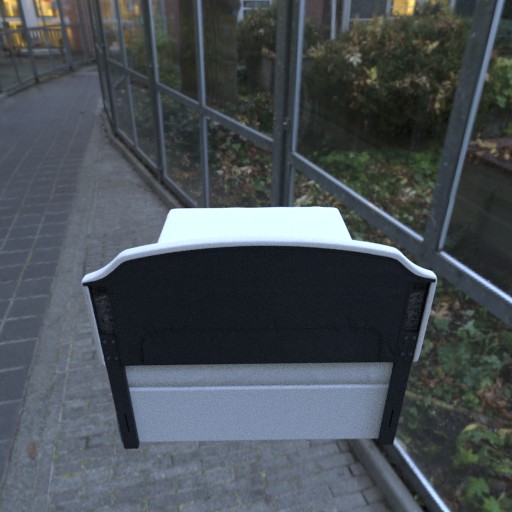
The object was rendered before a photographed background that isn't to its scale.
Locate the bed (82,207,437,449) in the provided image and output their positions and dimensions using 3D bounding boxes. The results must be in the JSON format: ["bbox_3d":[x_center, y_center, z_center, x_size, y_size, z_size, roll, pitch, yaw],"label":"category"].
[{"bbox_3d":[0.000,0.000,2.967,1.558,1.270,1.999,-1,29,-1],"label":"bed"}]
